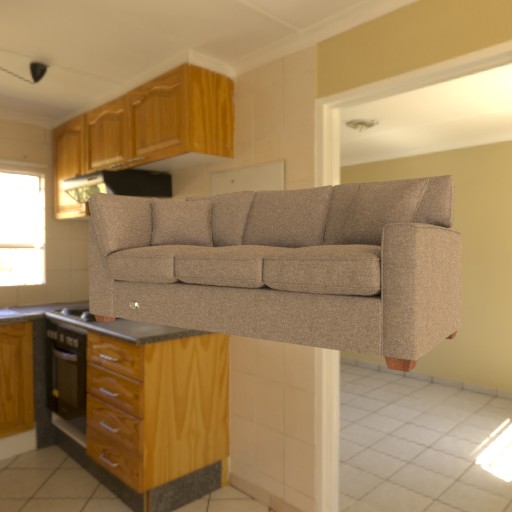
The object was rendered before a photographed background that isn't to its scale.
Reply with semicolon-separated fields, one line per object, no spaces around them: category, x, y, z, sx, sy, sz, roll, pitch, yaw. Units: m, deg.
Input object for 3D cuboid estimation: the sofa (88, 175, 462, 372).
sofa;0.000;0.000;2.902;2.317;0.962;1.061;1;1;35
